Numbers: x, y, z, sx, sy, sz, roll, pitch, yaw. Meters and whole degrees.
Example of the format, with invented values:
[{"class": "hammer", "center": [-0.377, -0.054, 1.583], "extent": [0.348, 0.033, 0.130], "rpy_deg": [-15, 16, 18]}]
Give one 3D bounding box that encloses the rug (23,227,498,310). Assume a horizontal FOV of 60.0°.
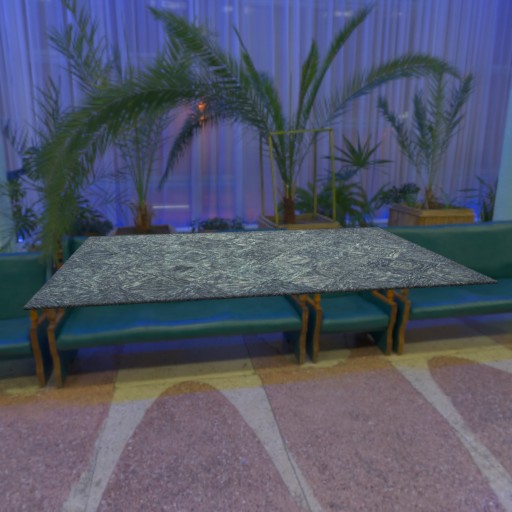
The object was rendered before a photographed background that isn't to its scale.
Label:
[{"class": "rug", "center": [0.000, 0.000, 2.844], "extent": [2.330, 0.017, 1.478], "rpy_deg": [-2, 15, -9]}]
